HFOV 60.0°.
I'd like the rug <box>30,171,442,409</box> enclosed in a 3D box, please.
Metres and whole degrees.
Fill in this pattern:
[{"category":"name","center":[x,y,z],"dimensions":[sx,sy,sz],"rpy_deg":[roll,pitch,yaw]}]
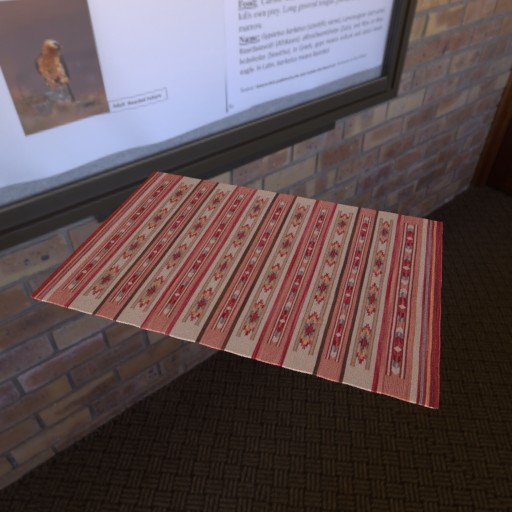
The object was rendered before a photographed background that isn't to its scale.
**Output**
[{"category":"rug","center":[0.000,0.000,2.284],"dimensions":[1.817,0.008,1.223],"rpy_deg":[12,42,14]}]
